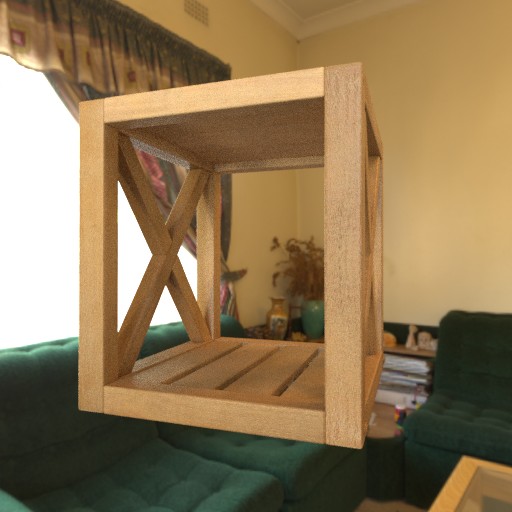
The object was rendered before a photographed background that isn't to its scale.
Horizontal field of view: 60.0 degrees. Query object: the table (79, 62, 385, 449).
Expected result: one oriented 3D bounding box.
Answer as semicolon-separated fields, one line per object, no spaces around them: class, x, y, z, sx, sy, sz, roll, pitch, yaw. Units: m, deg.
table;0.000;0.000;1.046;0.558;0.610;0.559;0;0;19
